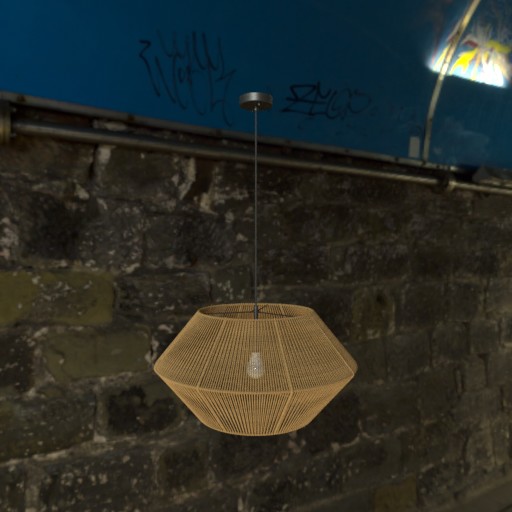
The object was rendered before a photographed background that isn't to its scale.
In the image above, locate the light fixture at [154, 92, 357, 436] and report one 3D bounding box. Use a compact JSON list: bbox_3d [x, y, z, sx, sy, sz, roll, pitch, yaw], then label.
[{"bbox_3d":[0.000,0.000,1.425,0.643,1.009,0.643,0,1,0],"label":"light fixture"}]
